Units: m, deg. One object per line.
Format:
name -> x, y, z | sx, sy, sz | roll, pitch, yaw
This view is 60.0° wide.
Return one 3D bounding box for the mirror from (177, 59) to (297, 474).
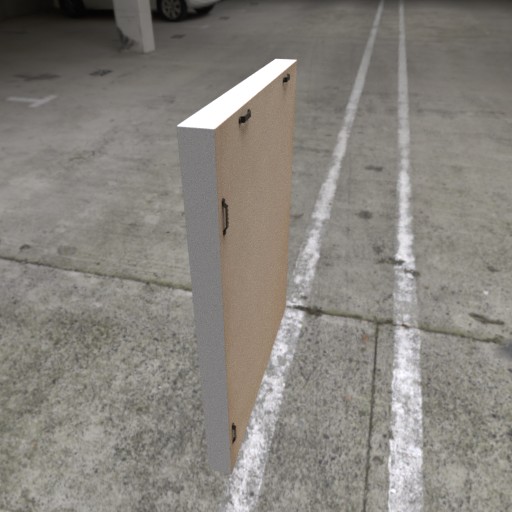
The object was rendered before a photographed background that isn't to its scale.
mirror -> 0.000, 0.000, 0.687 | 0.041, 0.508, 0.405 | 8, 33, 12
